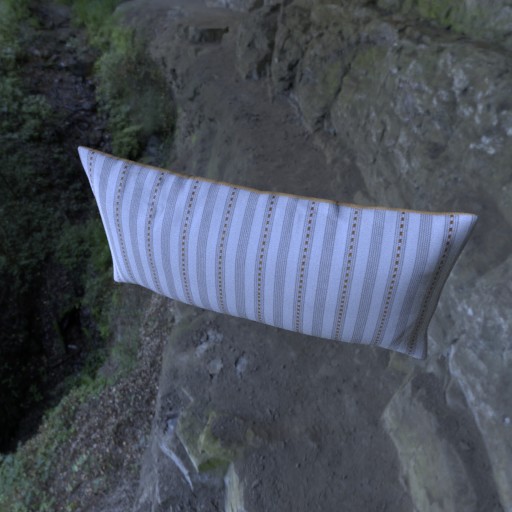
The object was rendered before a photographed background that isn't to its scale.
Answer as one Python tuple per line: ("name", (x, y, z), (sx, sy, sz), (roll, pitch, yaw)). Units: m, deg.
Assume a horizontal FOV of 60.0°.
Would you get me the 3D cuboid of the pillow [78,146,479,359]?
("pillow", (0.000, 0.000, 0.731), (0.608, 0.291, 0.151), (12, 42, 14))
